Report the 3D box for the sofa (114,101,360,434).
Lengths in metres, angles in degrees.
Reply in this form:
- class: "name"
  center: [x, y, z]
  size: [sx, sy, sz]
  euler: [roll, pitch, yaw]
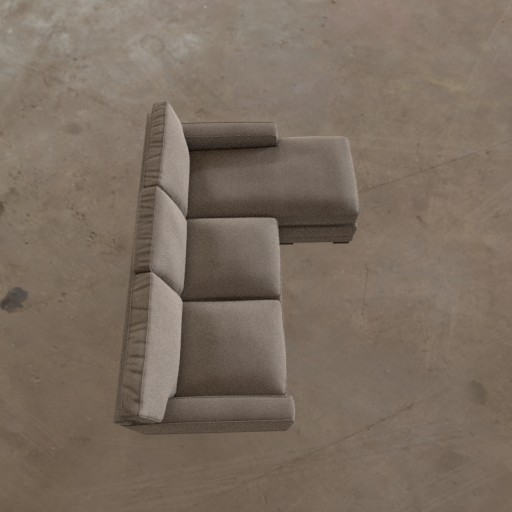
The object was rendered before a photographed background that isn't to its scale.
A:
- class: "sofa"
  center: [0.000, 0.000, 2.910]
  size: [1.496, 0.861, 2.087]
  euler: [-1, 64, -1]
